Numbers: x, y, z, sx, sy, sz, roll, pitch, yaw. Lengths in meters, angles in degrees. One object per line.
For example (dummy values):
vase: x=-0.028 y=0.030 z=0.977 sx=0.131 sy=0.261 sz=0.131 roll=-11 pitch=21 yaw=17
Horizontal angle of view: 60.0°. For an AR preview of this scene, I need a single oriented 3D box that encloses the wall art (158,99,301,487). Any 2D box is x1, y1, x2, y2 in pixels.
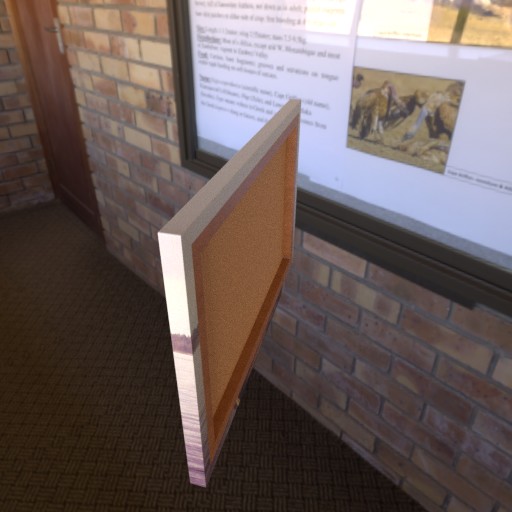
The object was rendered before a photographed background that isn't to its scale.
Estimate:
wall art: x=0.000 y=0.000 z=1.162 sx=0.037 sy=0.609 sz=0.916 roll=8 pitch=32 yaw=13
